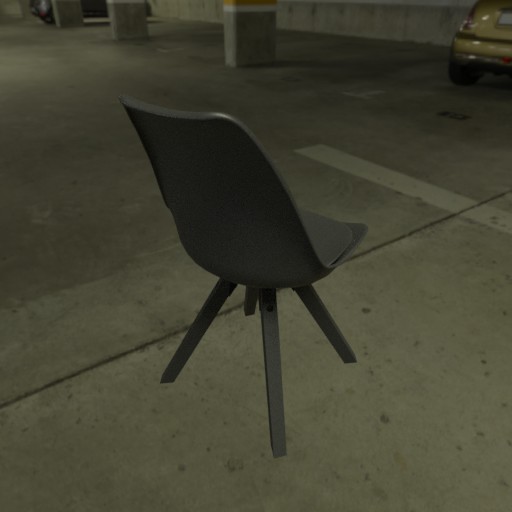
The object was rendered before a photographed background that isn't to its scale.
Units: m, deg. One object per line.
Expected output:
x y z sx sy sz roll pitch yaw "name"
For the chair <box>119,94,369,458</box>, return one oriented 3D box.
0.000 0.000 1.142 0.485 0.850 0.550 21 37 31 "chair"
